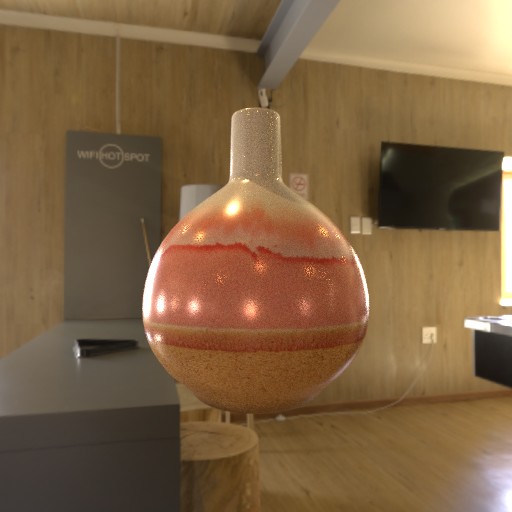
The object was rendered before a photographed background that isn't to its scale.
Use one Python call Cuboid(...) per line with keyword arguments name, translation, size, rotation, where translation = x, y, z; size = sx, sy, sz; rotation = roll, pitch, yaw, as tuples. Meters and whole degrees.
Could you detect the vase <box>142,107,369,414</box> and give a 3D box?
Cuboid(name="vase", translation=(0.000, 0.000, 0.276), size=(0.137, 0.176, 0.137), rotation=(0, -1, 0))
